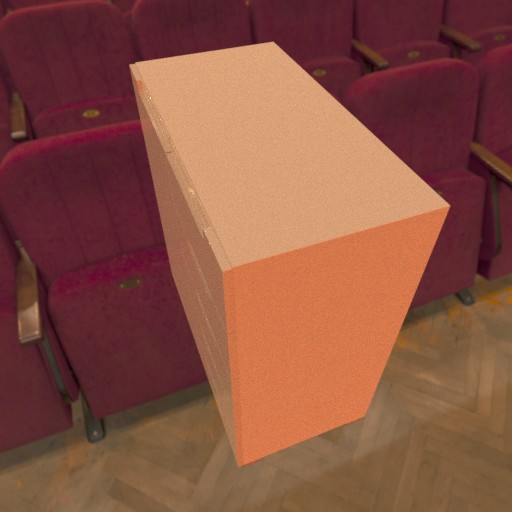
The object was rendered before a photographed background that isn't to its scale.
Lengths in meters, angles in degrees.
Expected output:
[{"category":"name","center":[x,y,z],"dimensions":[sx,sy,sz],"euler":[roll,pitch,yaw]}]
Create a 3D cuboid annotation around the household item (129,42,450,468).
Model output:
[{"category":"household item","center":[0.000,0.000,1.294],"dimensions":[0.420,0.870,0.800],"euler":[-16,48,-15]}]
